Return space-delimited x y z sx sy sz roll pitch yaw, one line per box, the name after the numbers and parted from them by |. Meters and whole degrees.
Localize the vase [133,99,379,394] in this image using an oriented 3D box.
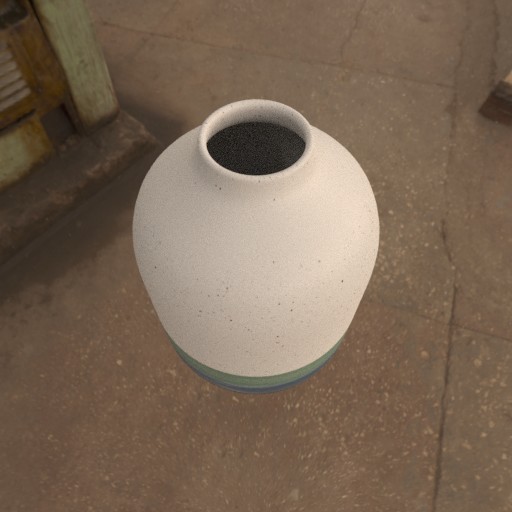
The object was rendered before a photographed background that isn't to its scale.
0.000 0.000 0.341 0.169 0.240 0.169 0 57 0 | vase
